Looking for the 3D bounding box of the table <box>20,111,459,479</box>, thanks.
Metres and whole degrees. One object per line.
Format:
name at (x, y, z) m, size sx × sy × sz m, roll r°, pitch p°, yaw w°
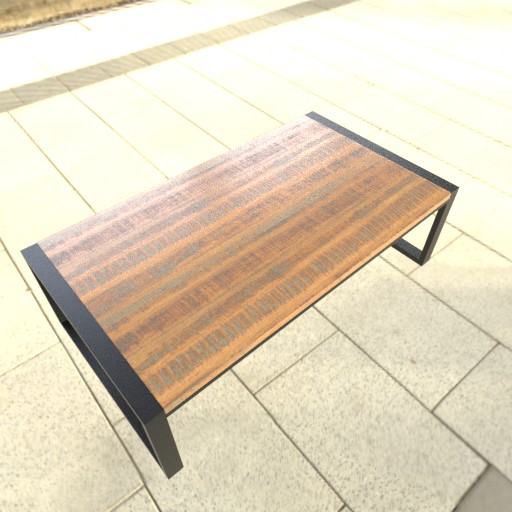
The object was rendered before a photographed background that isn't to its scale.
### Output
table at (0.000, 0.000, 1.672) m, size 1.350 × 0.400 × 0.750 m, roll -33°, pitch 55°, yaw -27°
